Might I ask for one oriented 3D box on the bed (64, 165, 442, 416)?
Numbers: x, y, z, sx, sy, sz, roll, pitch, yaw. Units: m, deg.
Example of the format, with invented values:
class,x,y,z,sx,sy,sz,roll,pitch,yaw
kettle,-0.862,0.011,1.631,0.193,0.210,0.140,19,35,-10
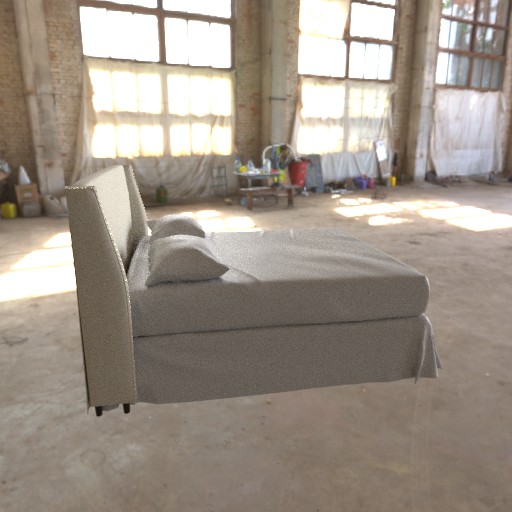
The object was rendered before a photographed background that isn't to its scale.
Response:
class,x,y,z,sx,sy,sz,roll,pitch,yaw
bed,0.000,0.000,3.426,2.276,1.332,1.925,-3,15,-10
